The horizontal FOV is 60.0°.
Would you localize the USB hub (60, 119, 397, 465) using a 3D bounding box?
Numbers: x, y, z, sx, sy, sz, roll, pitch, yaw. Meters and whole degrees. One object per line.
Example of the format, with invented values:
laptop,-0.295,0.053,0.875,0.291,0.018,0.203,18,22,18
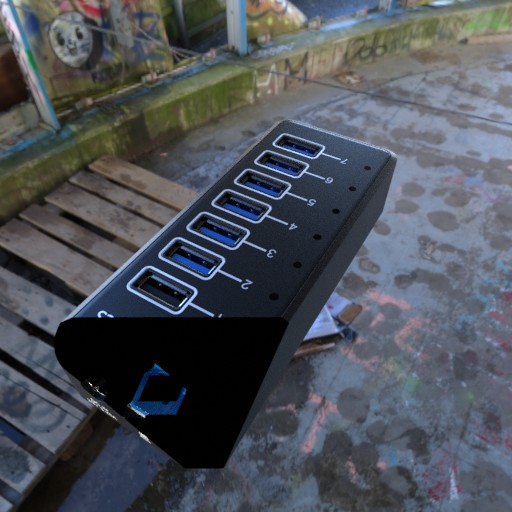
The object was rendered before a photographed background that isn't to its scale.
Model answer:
USB hub,0.000,0.000,0.128,0.044,0.023,0.110,24,52,21
